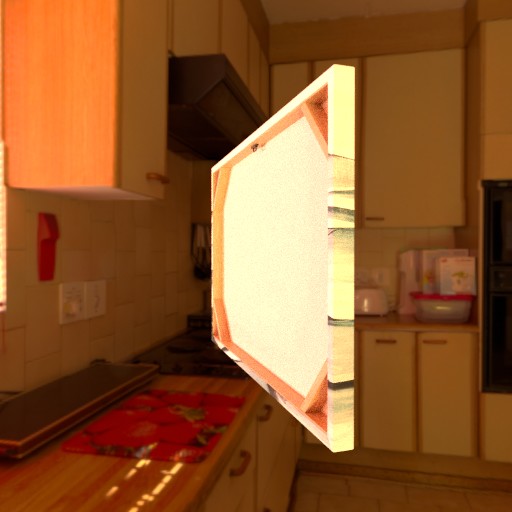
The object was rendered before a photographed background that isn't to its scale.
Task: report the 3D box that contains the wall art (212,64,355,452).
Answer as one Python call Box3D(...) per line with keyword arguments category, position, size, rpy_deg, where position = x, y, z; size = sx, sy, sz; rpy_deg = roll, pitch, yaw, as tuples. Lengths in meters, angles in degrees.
Box3D(category="wall art", position=(0.000, 0.000, 1.133), size=(0.039, 0.609, 0.914), rpy_deg=(0, 1, -18))
